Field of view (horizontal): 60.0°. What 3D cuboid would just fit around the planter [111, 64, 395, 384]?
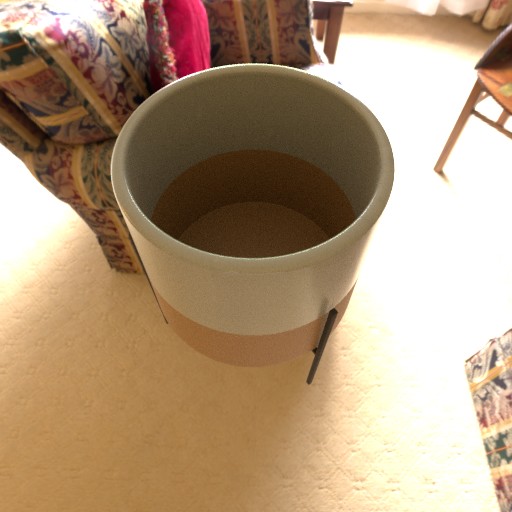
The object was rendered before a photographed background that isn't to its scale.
[{"bbox_3d":[0.000,0.000,0.740,0.348,0.480,0.360,-32,63,-18],"label":"planter"}]
